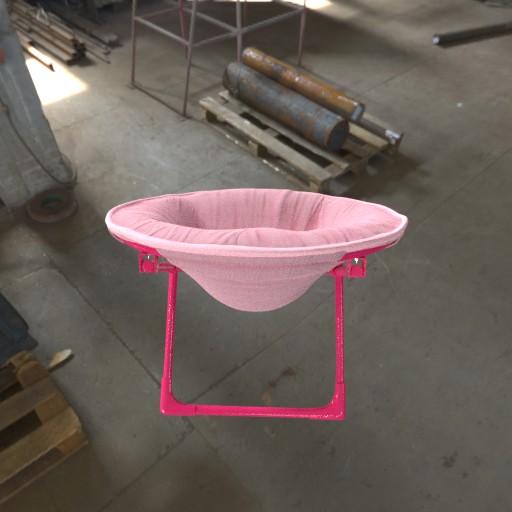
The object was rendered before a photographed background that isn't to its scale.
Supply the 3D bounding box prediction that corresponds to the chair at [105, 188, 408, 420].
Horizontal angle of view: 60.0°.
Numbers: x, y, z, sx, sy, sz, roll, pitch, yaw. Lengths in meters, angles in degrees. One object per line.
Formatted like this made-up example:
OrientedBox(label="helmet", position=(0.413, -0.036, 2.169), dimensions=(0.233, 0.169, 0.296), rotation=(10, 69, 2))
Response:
OrientedBox(label="chair", position=(0.000, 0.000, 0.884), dimensions=(0.522, 0.494, 0.459), rotation=(1, 47, 1))
